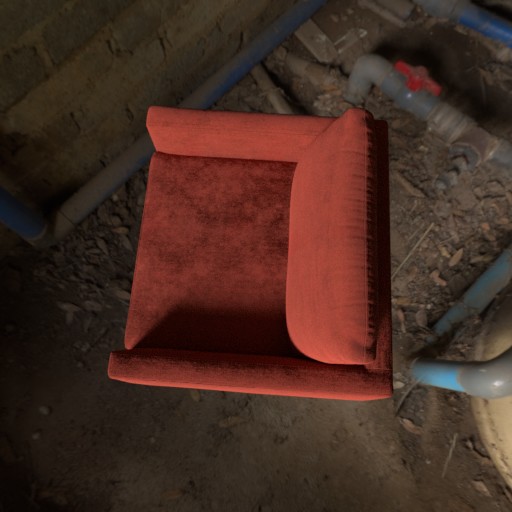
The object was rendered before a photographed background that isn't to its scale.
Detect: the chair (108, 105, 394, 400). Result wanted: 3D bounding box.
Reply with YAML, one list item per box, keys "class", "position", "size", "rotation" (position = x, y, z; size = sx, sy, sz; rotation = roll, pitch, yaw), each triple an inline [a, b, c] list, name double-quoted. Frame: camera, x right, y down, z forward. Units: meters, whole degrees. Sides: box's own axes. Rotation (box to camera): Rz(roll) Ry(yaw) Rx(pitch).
- class: "chair"
  position: [0.000, 0.000, 1.634]
  size: [0.875, 0.812, 0.964]
  rotation: [4, 74, 1]
